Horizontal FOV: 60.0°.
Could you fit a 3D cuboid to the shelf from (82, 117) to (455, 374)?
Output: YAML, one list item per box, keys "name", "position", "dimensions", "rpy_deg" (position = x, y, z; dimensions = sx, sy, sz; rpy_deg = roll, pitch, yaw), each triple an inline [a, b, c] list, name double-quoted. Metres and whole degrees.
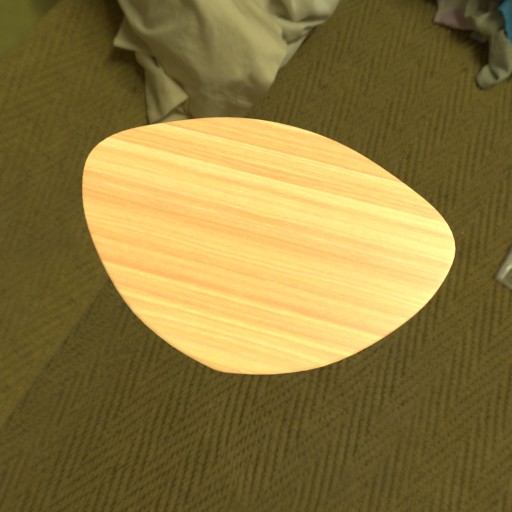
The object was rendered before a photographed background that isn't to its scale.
- name: "shelf"
  position: [0.000, 0.000, 1.635]
  dimensions: [1.246, 0.440, 0.845]
  rpy_deg: [15, 77, 4]
